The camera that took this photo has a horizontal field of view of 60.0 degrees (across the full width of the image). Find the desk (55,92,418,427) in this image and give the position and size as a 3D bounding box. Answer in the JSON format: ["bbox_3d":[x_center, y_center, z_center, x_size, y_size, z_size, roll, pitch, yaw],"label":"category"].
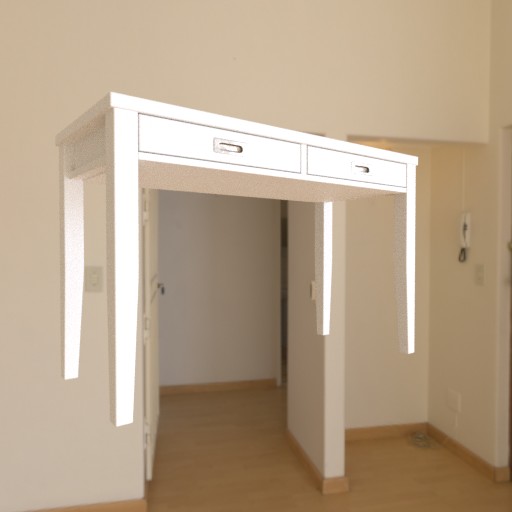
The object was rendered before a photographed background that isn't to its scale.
[{"bbox_3d":[0.000,0.000,1.585,1.220,0.775,0.508,-1,2,-37],"label":"desk"}]
